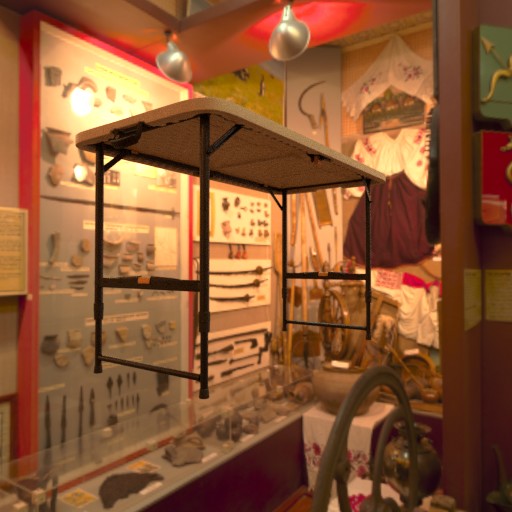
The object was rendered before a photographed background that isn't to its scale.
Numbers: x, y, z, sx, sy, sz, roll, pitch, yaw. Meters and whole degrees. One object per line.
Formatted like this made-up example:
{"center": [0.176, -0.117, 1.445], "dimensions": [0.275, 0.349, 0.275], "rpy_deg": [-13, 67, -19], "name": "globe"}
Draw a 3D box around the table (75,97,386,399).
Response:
{"center": [0.000, 0.000, 1.679], "dimensions": [0.611, 0.737, 1.245], "rpy_deg": [-1, -1, 36], "name": "table"}
